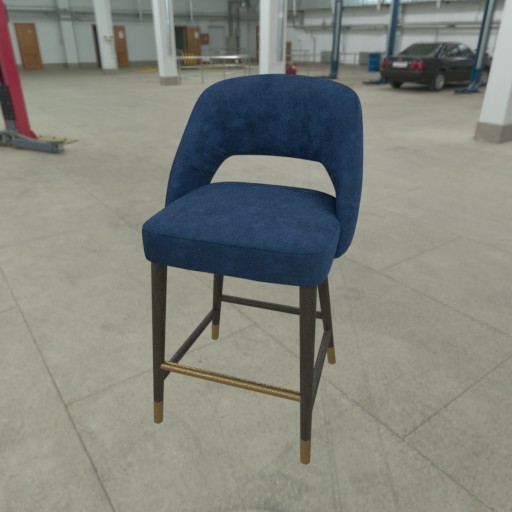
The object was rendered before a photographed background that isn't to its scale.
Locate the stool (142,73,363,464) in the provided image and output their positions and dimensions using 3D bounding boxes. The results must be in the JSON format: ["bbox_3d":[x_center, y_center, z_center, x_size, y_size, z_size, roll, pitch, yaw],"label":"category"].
[{"bbox_3d":[0.000,0.000,1.253,0.536,0.925,0.524,8,27,16],"label":"stool"}]
